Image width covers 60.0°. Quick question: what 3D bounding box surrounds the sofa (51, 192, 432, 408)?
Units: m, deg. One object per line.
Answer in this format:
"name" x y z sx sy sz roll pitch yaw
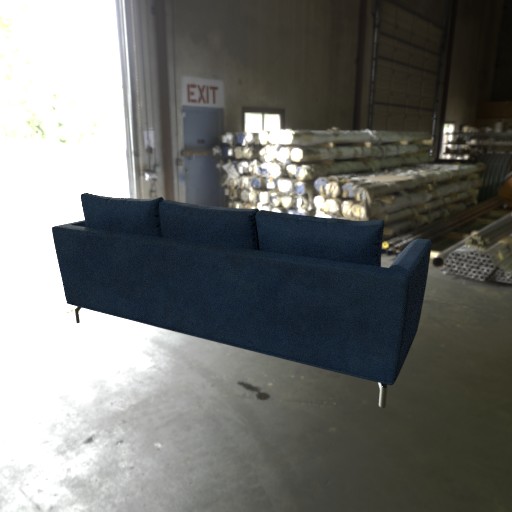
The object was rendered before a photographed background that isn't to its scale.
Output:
"sofa" 0.000 0.000 3.330 2.438 0.987 1.622 8 17 27
